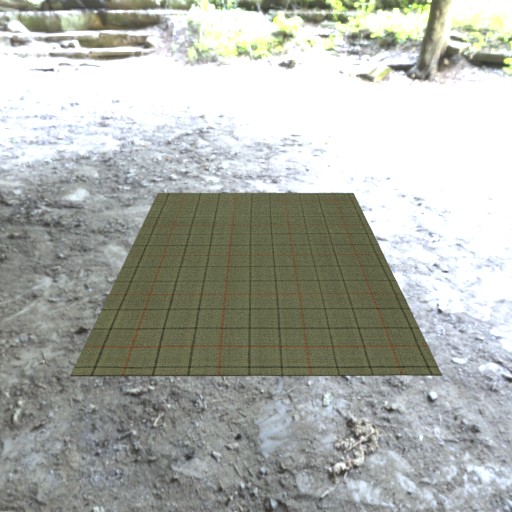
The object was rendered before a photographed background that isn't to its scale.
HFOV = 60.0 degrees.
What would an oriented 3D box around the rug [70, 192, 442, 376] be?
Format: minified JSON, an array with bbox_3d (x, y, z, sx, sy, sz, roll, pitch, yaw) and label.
[{"bbox_3d":[0.000,0.000,4.208,2.444,0.012,3.048,0,31,0],"label":"rug"}]
